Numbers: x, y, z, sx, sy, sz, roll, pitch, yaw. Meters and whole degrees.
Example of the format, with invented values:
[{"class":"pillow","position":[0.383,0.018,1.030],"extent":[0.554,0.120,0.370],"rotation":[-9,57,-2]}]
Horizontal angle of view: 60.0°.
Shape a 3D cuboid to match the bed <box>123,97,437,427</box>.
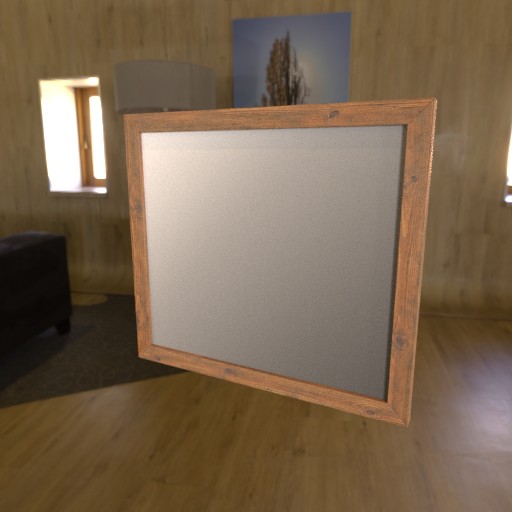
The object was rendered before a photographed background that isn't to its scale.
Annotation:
[{"class":"bed","position":[0.000,0.000,1.480],"extent":[1.046,0.942,0.046],"rotation":[6,14,26]}]
